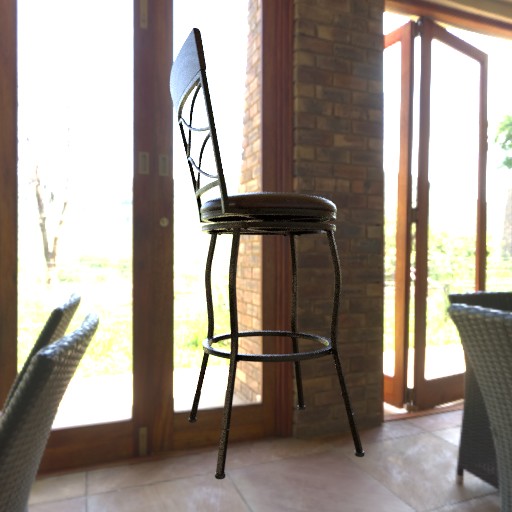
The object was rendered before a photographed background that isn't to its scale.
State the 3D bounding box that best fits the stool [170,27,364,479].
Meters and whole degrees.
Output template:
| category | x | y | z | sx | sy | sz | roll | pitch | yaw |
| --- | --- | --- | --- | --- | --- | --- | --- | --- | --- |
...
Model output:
| category | x | y | z | sx | sy | sz | roll | pitch | yaw |
| --- | --- | --- | --- | --- | --- | --- | --- | --- | --- |
| stool | 0.000 | 0.000 | 1.376 | 0.513 | 1.130 | 0.448 | 0 | 0 | -18 |
